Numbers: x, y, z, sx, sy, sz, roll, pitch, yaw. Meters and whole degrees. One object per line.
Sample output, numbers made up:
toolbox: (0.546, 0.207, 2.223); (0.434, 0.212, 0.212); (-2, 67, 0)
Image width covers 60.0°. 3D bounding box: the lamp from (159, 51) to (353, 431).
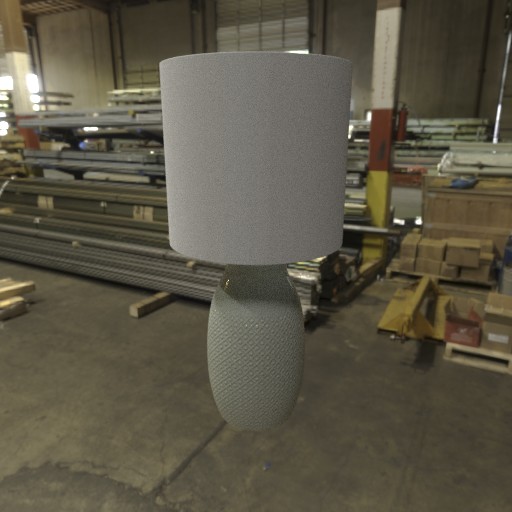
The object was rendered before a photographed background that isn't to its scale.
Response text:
lamp: (0.000, 0.000, 0.572); (0.217, 0.453, 0.217); (9, 19, 27)
